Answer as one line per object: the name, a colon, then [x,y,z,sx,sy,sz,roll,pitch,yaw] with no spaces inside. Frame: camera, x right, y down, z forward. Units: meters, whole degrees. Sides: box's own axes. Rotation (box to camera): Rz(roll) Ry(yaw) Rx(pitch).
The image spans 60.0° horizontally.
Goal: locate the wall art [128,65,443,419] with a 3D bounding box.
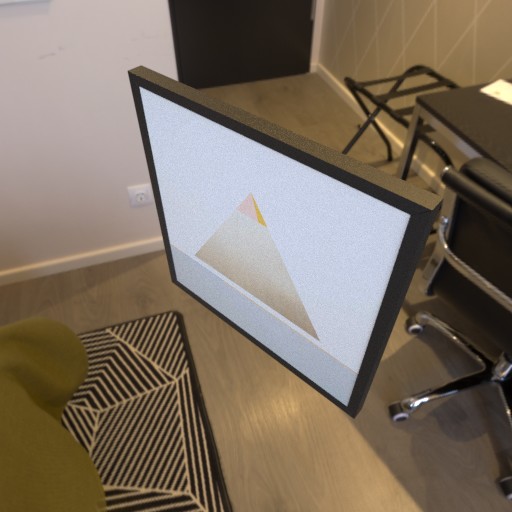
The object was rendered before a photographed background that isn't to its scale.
wall art: [0.000,0.000,1.156,0.769,0.766,0.042,32,54,27]
